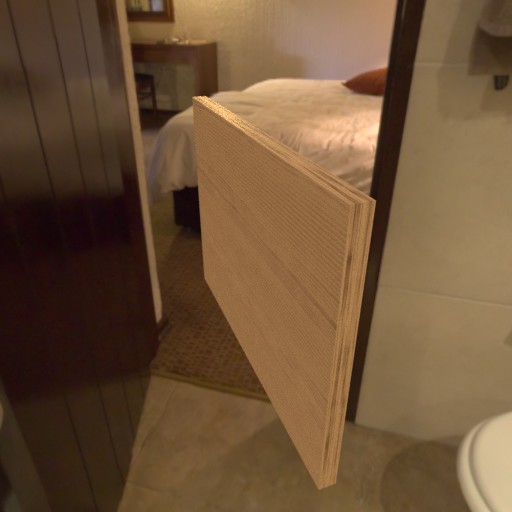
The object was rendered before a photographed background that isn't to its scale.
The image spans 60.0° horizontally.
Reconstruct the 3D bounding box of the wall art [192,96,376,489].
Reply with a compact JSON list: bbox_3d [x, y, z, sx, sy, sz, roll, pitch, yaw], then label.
[{"bbox_3d":[0.000,0.000,1.079,0.063,0.609,0.841,-11,31,-18],"label":"wall art"}]
